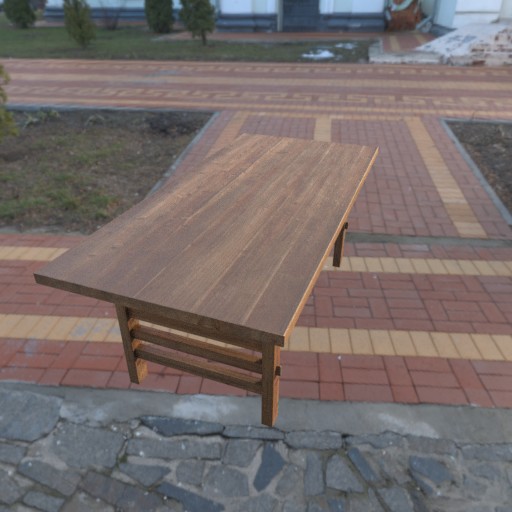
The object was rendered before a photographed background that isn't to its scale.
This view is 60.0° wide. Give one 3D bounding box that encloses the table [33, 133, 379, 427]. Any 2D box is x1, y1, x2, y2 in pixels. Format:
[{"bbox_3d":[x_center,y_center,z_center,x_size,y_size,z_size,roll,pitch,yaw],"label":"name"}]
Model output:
[{"bbox_3d":[0.000,0.000,2.447,0.952,0.760,2.003,11,32,18],"label":"table"}]
